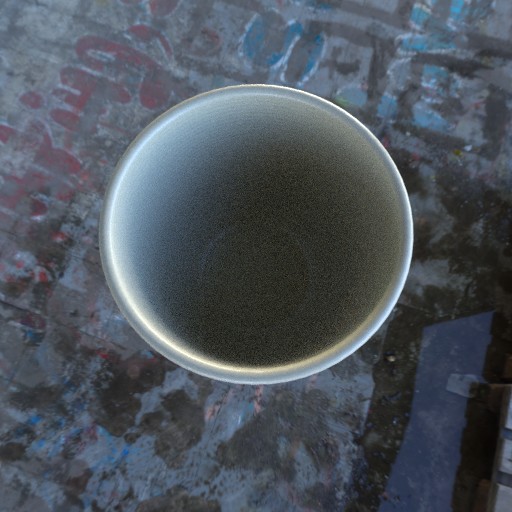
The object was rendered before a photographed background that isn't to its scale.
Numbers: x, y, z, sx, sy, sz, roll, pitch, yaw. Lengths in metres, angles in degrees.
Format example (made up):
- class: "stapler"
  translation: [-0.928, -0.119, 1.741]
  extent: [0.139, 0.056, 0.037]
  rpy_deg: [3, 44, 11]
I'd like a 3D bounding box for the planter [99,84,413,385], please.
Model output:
- class: "planter"
  translation: [0.000, 0.000, 0.381]
  extent: [0.206, 0.190, 0.206]
  rpy_deg: [0, 76, 0]
